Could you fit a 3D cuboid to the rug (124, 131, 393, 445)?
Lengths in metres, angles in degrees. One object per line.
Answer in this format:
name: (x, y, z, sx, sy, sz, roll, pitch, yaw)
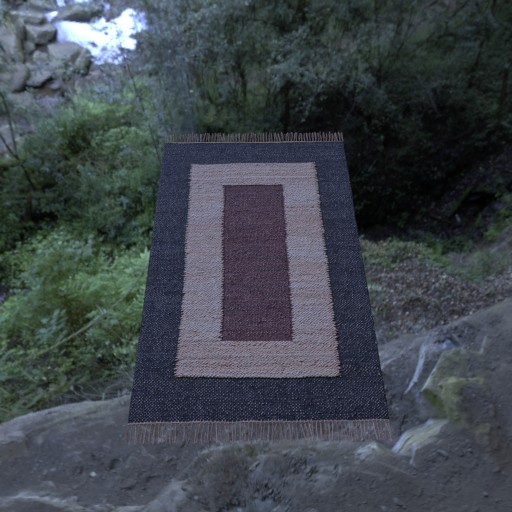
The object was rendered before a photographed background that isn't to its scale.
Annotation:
rug: (0.000, 0.000, 2.543, 1.224, 0.027, 2.021, -1, 58, 0)
